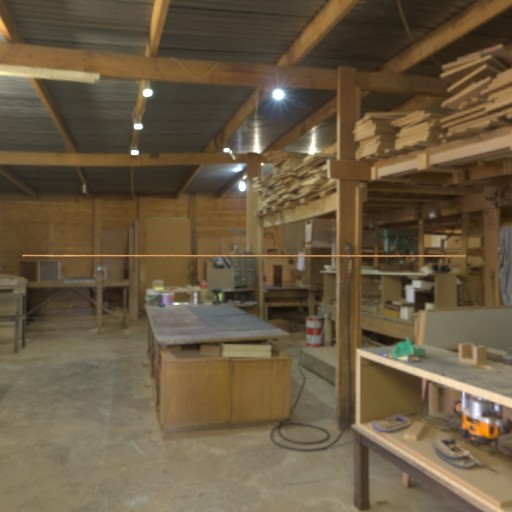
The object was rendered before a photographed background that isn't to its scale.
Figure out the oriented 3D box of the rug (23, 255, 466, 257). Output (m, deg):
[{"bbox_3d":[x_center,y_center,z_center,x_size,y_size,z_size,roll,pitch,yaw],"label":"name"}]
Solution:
[{"bbox_3d":[0.000,0.000,2.726,2.444,0.010,0.799,0,0,-17],"label":"rug"}]
